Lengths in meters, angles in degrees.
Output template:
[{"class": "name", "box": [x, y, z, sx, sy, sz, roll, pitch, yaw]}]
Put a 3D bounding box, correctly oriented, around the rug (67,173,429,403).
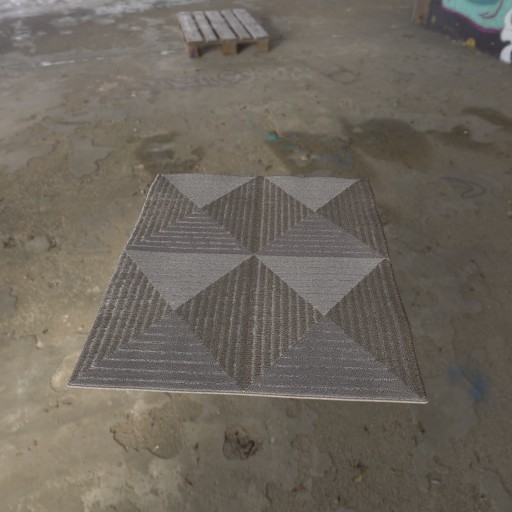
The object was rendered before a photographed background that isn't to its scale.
[{"class": "rug", "box": [0.000, 0.000, 0.904, 0.551, 0.008, 0.642, 2, 41, 2]}]
